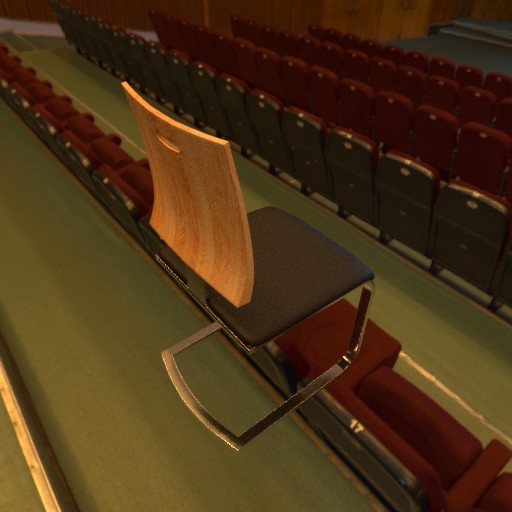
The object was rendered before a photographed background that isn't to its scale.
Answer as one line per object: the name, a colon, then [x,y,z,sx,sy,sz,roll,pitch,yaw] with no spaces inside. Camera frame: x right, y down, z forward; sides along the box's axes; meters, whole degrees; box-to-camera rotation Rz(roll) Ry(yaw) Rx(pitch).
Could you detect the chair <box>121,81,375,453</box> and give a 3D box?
chair: [0.000,0.000,1.229,0.560,0.936,0.462,-27,47,-29]
